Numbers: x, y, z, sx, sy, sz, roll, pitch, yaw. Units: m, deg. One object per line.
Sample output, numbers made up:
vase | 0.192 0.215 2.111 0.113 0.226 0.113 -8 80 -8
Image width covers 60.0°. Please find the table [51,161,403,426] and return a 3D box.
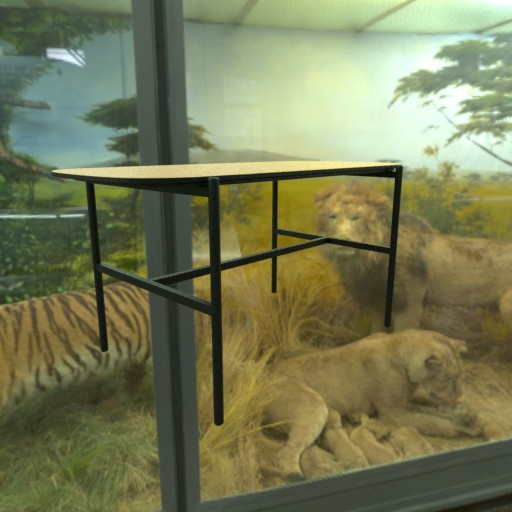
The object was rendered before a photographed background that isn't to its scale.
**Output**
table | 0.000 0.000 1.007 0.400 0.400 0.800 13 19 42
